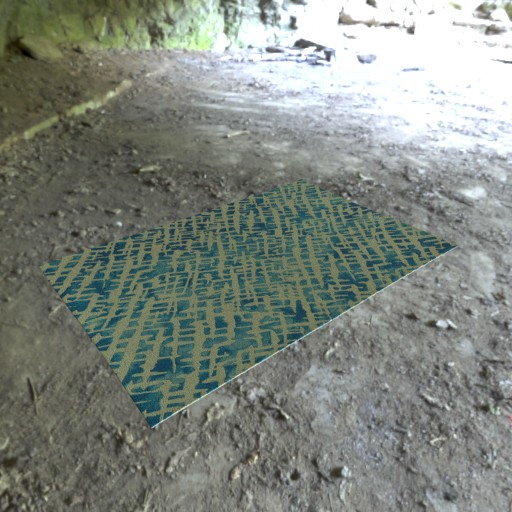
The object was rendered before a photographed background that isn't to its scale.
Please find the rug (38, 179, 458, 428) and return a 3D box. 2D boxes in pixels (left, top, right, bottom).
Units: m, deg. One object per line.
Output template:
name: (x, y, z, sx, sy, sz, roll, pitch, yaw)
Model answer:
rug: (0.000, 0.000, 2.309, 1.830, 0.011, 1.209, -23, 39, -32)
